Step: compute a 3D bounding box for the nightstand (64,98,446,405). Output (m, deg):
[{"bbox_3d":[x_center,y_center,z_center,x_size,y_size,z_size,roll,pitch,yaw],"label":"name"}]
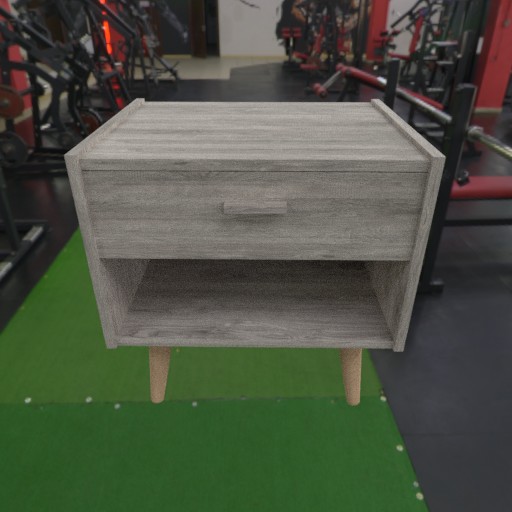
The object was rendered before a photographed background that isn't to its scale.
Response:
[{"bbox_3d":[0.000,0.000,0.839,0.480,0.500,0.380,0,30,1],"label":"nightstand"}]
